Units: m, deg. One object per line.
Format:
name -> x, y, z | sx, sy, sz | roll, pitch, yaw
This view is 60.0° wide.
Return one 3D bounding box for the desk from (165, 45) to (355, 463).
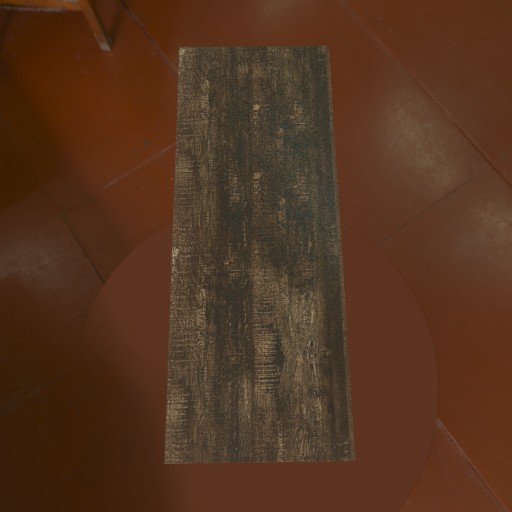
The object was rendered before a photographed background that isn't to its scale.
desk -> 0.000, 0.000, 1.940 | 0.599, 0.762, 1.524 | -1, 75, 0
